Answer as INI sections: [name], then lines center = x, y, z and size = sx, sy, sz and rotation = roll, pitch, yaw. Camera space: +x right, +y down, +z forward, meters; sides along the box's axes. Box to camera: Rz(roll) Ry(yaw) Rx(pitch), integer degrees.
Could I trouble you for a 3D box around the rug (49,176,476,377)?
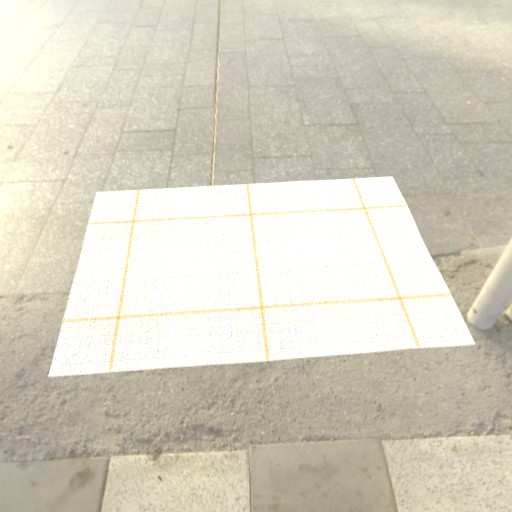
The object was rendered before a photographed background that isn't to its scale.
[rug]
center = 0.000, 0.000, 2.303
size = 1.825, 0.015, 1.232
rotation = -4, 47, -3
